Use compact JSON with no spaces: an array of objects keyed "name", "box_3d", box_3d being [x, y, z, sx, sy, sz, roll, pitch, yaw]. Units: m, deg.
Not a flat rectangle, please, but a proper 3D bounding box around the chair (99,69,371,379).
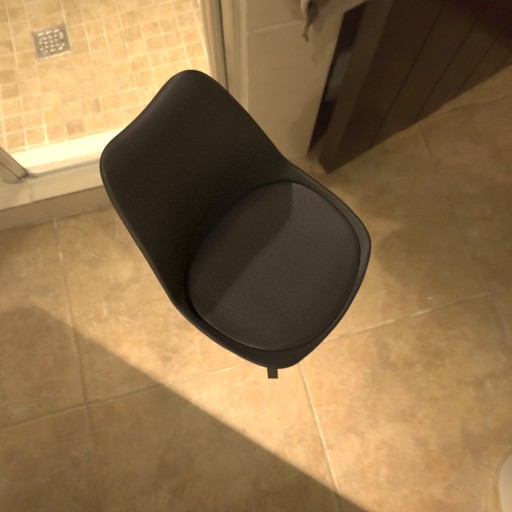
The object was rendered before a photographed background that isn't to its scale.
[{"name":"chair","box_3d":[0.000,0.000,1.177,0.550,0.850,0.485,37,78,9]}]
